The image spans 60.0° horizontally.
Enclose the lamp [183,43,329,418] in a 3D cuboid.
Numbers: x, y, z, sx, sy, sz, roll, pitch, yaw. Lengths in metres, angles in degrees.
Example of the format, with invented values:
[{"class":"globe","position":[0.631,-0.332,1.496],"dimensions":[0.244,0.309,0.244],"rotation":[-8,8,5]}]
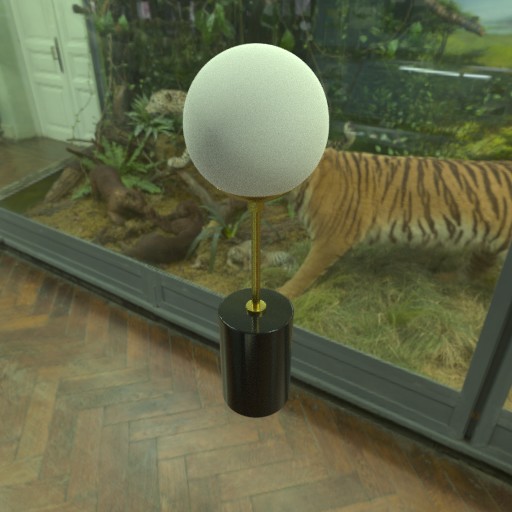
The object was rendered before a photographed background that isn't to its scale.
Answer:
[{"class":"lamp","position":[0.000,0.000,0.554],"dimensions":[0.153,0.480,0.153],"rotation":[0,31,0]}]
